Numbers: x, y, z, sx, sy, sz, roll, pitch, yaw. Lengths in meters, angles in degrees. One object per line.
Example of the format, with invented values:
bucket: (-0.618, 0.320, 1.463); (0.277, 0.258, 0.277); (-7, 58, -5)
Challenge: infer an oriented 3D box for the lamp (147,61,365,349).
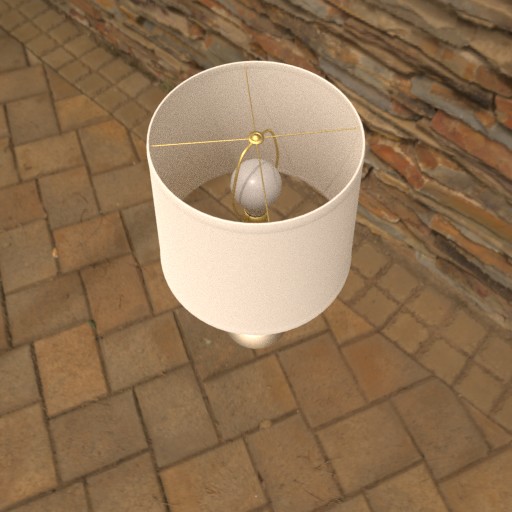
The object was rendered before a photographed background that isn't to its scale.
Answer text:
lamp: (0.000, 0.000, 0.805); (0.328, 0.619, 0.328); (0, 62, 0)
